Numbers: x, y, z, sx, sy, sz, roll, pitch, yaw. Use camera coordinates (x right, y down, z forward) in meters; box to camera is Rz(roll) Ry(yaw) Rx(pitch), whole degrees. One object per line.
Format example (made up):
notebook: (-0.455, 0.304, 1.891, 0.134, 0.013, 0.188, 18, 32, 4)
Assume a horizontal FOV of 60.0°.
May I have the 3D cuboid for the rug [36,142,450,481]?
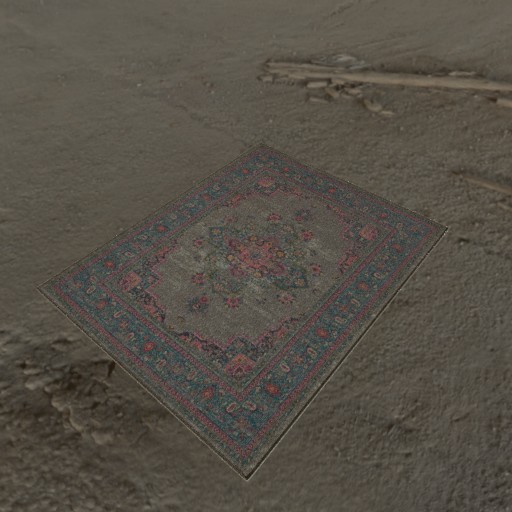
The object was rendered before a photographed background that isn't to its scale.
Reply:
rug: (0.000, 0.000, 4.105, 2.434, 0.013, 3.057, 31, 54, 27)
